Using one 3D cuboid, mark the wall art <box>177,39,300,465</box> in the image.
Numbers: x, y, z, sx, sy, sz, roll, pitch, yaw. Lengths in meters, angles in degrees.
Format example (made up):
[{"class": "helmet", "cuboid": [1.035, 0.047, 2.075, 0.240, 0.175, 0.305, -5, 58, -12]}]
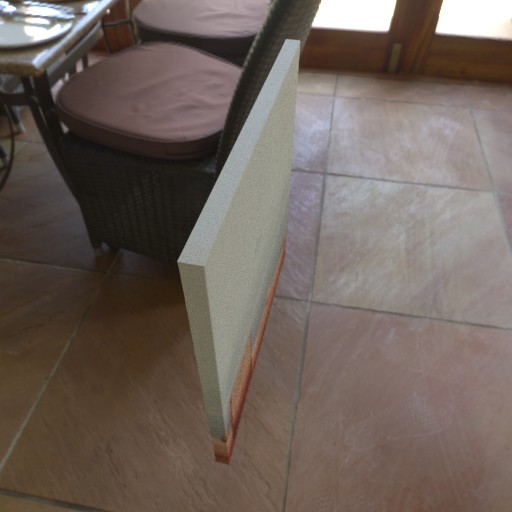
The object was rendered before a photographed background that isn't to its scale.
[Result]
[{"class": "wall art", "cuboid": [0.000, 0.000, 0.591, 0.023, 0.405, 0.405, 10, 48, 9]}]
